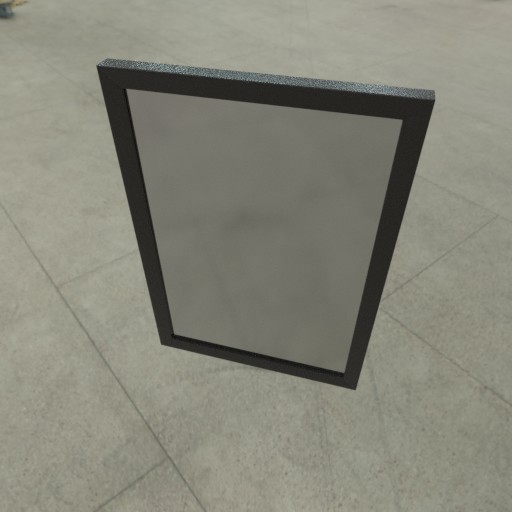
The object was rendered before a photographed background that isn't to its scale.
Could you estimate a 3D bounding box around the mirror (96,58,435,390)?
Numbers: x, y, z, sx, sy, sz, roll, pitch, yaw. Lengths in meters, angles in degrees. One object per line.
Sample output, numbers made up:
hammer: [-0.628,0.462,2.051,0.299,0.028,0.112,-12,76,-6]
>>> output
mirror: [0.000,0.000,0.891,0.507,0.710,0.040,10,43,11]
